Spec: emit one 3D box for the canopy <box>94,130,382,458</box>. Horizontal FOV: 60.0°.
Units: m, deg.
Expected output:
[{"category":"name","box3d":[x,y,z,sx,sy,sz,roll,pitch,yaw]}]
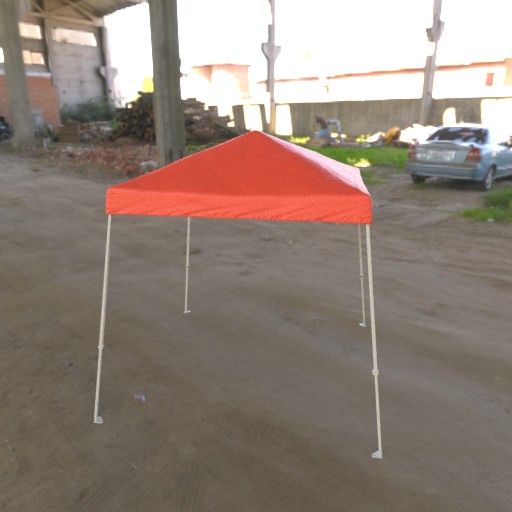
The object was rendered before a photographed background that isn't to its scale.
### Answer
[{"category":"canopy","box3d":[0.000,0.000,5.204,2.849,2.850,2.850,3,17,10]}]
